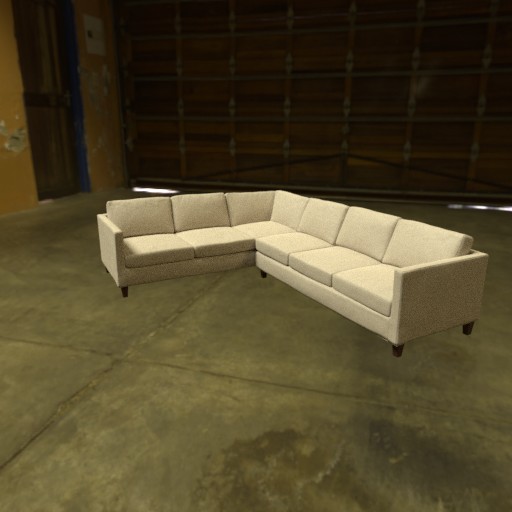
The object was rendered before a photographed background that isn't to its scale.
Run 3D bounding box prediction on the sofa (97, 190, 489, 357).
[{"bbox_3d":[0.000,0.000,4.299,2.432,0.863,3.182,-8,18,-27],"label":"sofa"}]
